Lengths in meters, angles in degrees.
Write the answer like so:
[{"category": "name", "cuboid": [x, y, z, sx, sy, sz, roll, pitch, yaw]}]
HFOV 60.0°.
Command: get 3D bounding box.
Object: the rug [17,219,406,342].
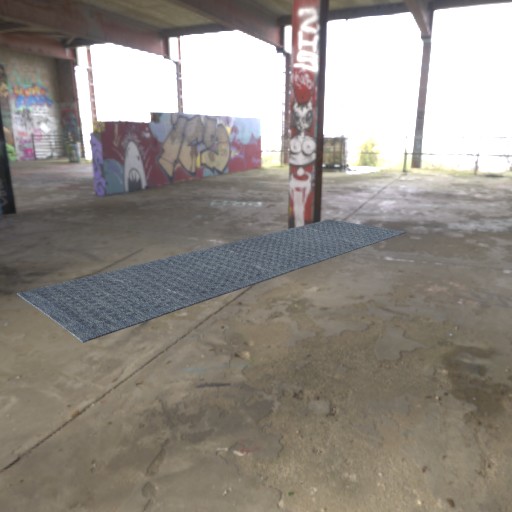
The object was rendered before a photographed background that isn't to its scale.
[{"category": "rug", "cuboid": [0.000, 0.000, 2.645, 0.688, 0.008, 2.443, 15, 22, 43]}]
